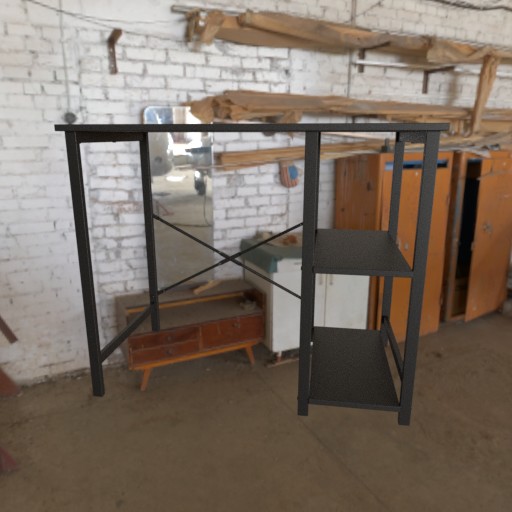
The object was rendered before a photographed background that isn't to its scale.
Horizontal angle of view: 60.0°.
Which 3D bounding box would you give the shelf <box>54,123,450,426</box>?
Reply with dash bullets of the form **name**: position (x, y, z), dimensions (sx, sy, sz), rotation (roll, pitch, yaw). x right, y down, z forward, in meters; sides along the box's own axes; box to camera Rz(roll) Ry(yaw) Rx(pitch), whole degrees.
- **shelf**: position (0.000, 0.000, 1.330), dimensions (0.902, 0.749, 0.498), rotation (2, 15, 9)
